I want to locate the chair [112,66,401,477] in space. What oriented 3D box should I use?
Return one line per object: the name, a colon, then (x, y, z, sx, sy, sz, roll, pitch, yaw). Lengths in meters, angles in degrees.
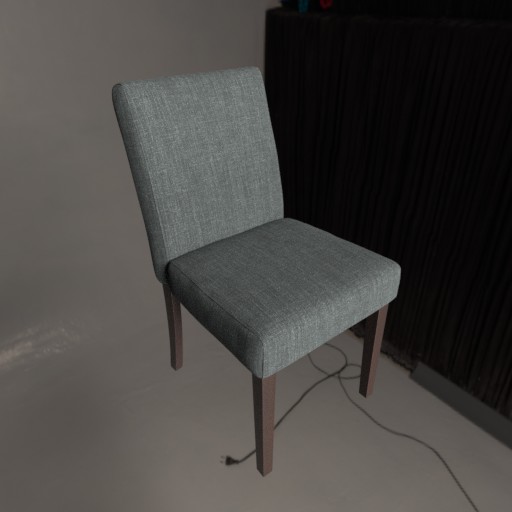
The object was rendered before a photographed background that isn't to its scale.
chair: (0.000, 0.000, 1.227, 0.487, 0.884, 0.629, -23, 38, -32)
